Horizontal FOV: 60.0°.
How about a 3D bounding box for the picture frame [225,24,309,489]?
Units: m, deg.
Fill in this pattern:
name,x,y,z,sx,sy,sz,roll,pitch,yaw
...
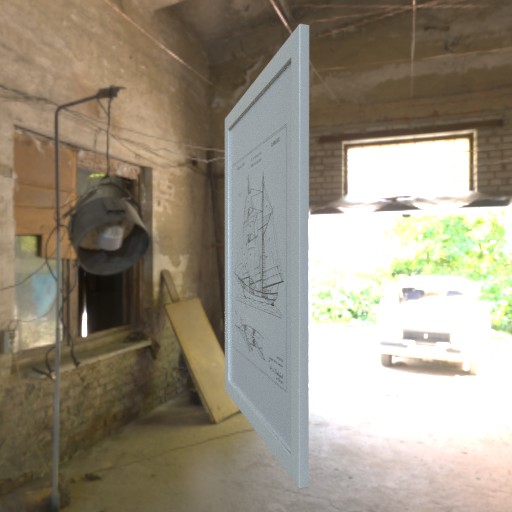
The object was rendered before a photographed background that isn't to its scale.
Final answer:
name,x,y,z,sx,sy,sz,roll,pitch,yaw
picture frame,0.000,0.000,0.691,0.012,0.534,0.381,0,1,-17
